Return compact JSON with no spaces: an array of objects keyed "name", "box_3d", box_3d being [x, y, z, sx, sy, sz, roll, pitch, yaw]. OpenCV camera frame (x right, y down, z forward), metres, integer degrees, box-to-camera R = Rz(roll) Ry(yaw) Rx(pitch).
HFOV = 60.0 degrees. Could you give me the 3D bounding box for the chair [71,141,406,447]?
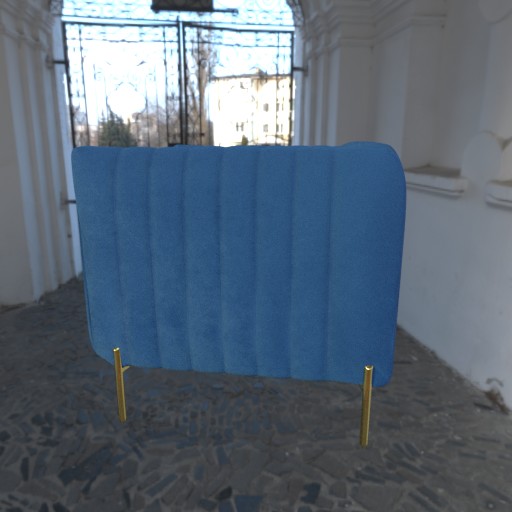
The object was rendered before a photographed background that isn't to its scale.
[{"name":"chair","box_3d":[0.000,0.000,1.582,0.877,0.793,0.947,2,14,9]}]
